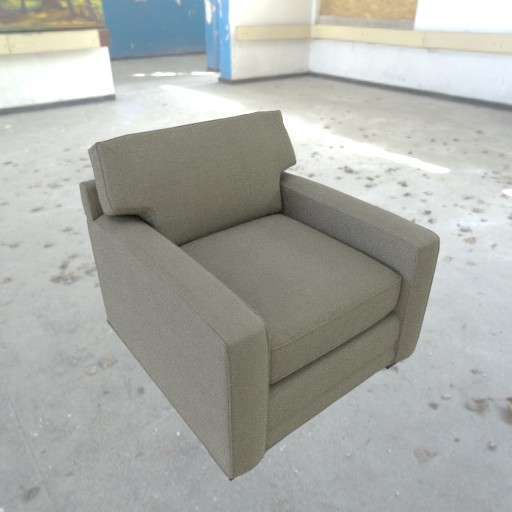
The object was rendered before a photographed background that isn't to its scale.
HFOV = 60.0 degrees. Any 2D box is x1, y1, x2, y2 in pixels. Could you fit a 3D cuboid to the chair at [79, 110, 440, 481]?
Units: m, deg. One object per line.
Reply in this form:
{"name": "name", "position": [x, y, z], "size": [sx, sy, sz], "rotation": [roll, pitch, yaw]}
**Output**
{"name": "chair", "position": [0.000, 0.000, 1.807], "size": [0.999, 0.934, 1.044], "rotation": [-21, 36, -32]}
